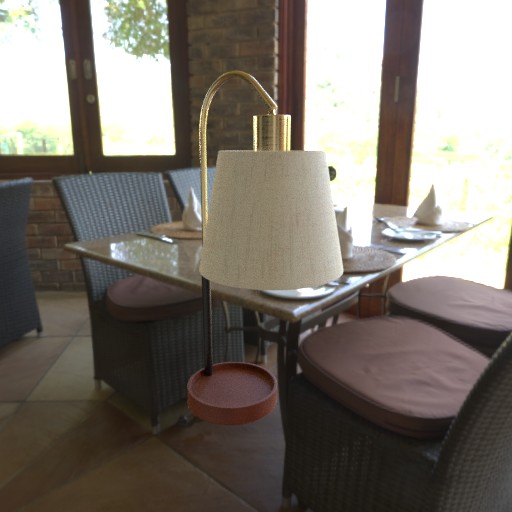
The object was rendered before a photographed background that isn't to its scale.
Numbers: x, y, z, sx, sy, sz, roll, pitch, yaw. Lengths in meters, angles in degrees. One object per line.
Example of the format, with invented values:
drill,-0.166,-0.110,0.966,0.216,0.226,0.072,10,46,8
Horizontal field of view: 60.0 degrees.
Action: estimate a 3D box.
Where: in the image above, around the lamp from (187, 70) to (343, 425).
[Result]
lamp,0.000,0.000,0.674,0.211,0.536,0.273,-13,19,-43
